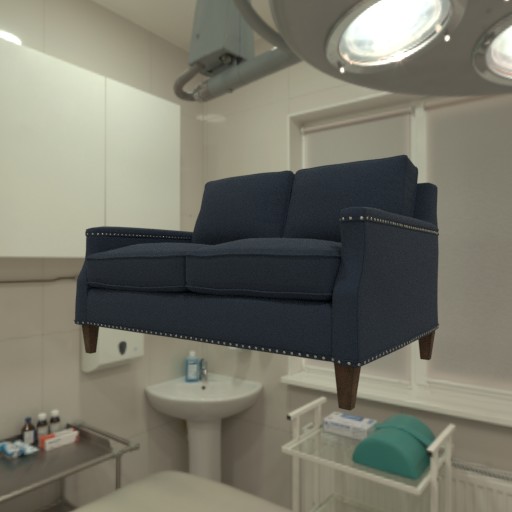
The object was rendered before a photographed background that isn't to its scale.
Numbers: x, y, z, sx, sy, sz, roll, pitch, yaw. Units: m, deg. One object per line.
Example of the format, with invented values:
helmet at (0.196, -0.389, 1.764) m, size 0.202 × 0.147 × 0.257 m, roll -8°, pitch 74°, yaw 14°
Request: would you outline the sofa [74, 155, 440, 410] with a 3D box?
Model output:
sofa at (0.000, 0.000, 2.260) m, size 1.597 × 1.003 × 1.084 m, roll 0°, pitch -1°, yaw 37°
